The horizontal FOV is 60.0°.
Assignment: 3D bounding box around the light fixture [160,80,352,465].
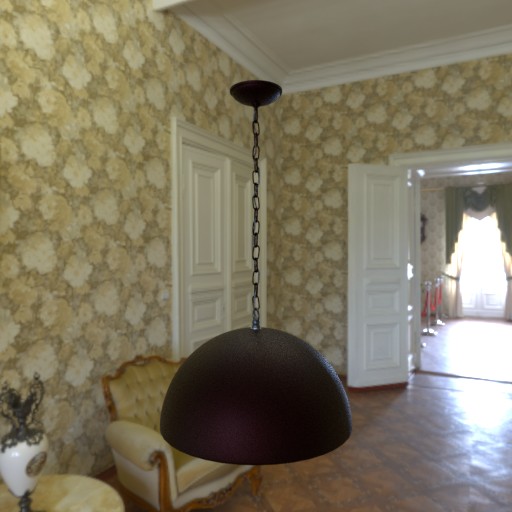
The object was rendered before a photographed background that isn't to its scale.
[{"bbox_3d":[0.000,0.000,1.161,0.492,0.869,0.492,0,-1,-19],"label":"light fixture"}]
